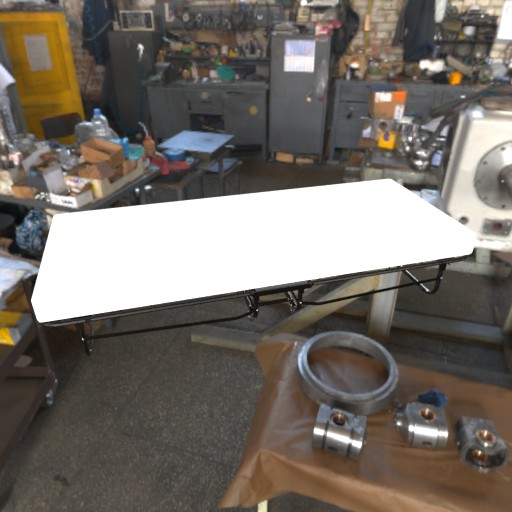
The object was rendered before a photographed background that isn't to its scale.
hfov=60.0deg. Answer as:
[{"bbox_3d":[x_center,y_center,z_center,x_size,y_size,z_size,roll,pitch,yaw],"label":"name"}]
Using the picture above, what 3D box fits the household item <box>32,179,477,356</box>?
[{"bbox_3d":[0.000,0.000,2.162,1.905,0.356,0.787,-8,31,-14],"label":"household item"}]
